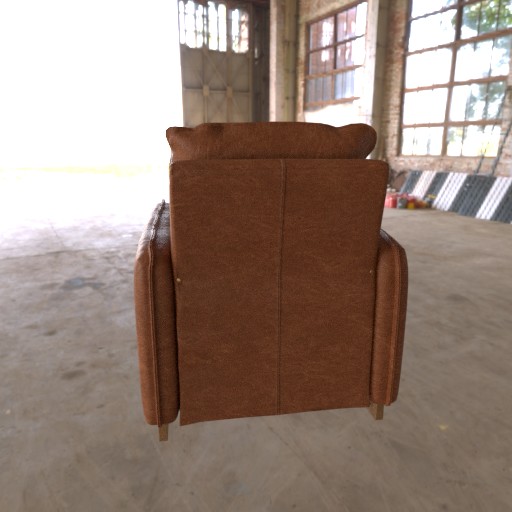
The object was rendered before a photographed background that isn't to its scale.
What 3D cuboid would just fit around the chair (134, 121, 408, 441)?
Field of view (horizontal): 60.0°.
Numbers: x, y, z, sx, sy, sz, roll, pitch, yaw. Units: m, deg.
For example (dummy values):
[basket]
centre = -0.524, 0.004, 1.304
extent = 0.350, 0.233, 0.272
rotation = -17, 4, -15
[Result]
[chair]
centre = 0.000, 0.000, 1.637
extent = 0.830, 0.922, 0.922
rotation = -2, 14, -9
